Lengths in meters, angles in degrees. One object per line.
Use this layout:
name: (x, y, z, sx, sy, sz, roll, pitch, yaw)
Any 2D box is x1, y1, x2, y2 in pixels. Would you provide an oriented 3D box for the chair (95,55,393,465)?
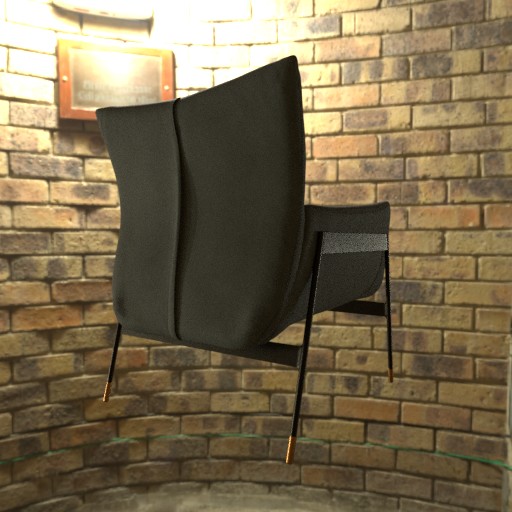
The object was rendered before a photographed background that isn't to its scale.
chair: (0.000, 0.000, 1.375, 0.678, 0.858, 0.709, 1, 3, 35)
